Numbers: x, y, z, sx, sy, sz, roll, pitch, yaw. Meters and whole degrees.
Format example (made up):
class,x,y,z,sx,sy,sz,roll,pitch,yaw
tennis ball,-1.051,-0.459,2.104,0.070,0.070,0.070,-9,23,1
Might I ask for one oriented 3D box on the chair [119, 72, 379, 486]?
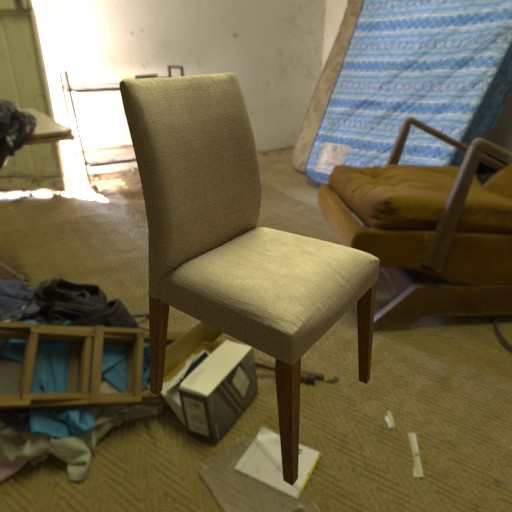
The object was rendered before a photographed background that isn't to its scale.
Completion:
class,x,y,z,sx,sy,sz,roll,pitch,yaw
chair,0.000,0.000,1.262,0.585,0.940,0.496,17,30,32
